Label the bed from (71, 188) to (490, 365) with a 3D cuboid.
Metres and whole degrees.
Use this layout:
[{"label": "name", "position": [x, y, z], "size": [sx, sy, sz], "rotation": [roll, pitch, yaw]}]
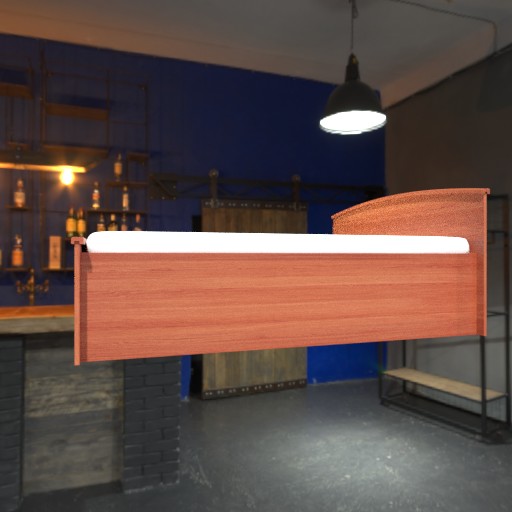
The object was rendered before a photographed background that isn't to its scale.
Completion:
[{"label": "bed", "position": [0.000, 0.000, 2.826], "size": [2.053, 0.848, 1.683], "rotation": [0, 0, -18]}]
